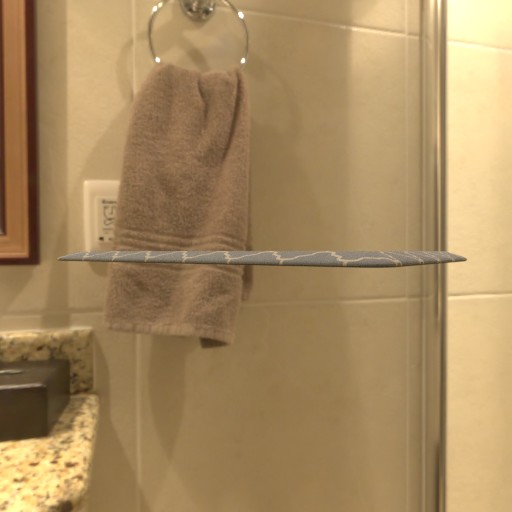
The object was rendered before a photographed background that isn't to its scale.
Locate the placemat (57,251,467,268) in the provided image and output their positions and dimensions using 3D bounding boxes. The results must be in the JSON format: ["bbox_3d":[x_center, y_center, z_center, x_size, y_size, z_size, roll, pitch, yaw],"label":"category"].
[{"bbox_3d":[0.000,0.000,0.964,0.762,0.021,0.508,0,1,36],"label":"placemat"}]
